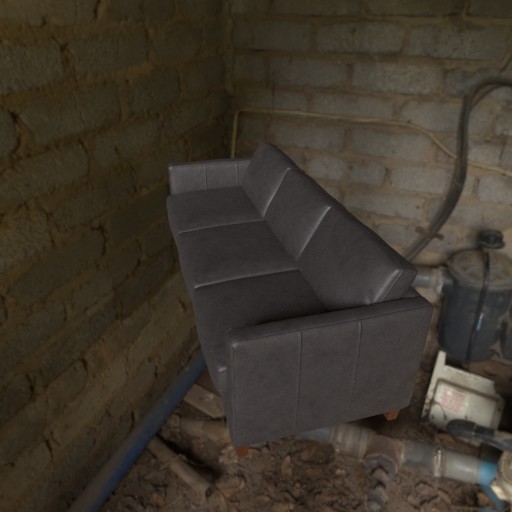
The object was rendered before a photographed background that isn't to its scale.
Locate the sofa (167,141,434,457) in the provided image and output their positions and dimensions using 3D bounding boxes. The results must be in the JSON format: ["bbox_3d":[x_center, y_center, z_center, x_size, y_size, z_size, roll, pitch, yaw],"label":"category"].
[{"bbox_3d":[0.000,0.000,3.085,1.045,1.006,2.464,-8,31,-14],"label":"sofa"}]
